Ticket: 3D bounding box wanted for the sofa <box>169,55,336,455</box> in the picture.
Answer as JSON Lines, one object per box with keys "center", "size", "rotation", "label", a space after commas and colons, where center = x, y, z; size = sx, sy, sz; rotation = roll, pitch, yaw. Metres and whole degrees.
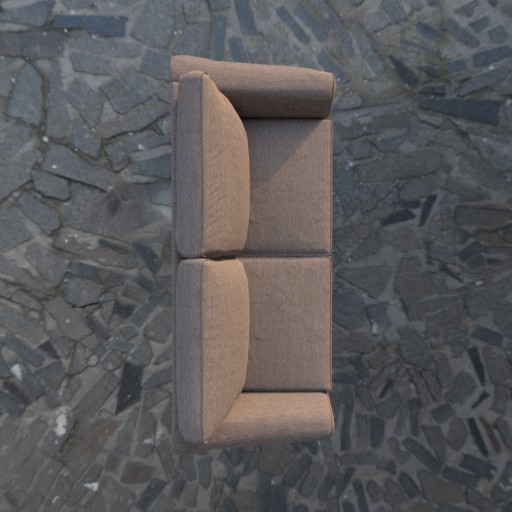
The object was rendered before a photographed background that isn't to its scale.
{"center": [0.000, 0.000, 2.769], "size": [0.980, 0.965, 2.270], "rotation": [0, 91, -1], "label": "sofa"}
